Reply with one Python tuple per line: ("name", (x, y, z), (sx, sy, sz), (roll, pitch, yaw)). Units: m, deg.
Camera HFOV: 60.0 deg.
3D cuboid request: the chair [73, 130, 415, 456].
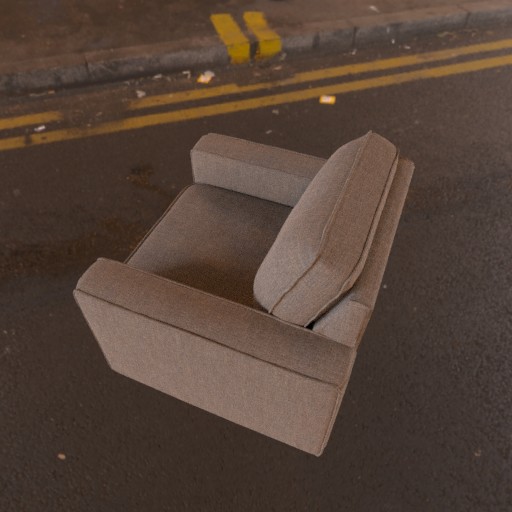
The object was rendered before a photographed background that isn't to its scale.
("chair", (0.000, 0.000, 1.735), (0.940, 0.914, 1.016), (17, 51, 15))
